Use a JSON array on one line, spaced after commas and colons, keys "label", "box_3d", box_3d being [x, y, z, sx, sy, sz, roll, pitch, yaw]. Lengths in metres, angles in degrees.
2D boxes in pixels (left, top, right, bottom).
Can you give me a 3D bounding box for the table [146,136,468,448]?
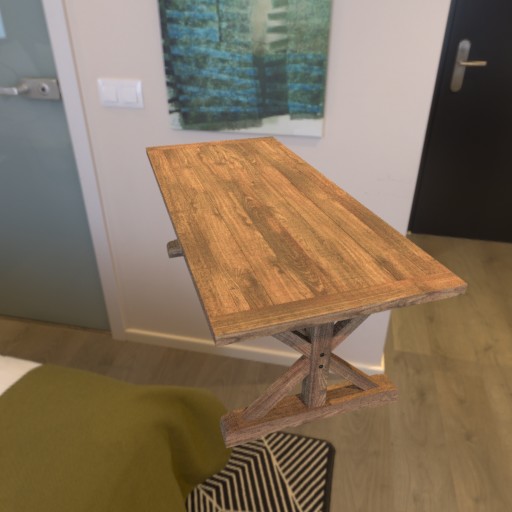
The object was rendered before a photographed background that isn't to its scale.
[{"label": "table", "box_3d": [0.000, 0.000, 2.452, 0.907, 0.733, 2.031, -9, 31, -15]}]
